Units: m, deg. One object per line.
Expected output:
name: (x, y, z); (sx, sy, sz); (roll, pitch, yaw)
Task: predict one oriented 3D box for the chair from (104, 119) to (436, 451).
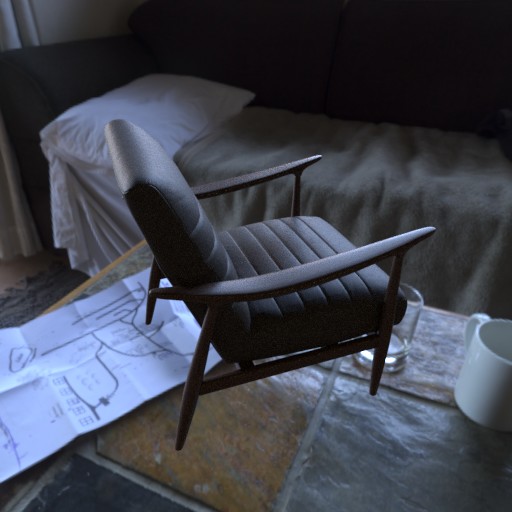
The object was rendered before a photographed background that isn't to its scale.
chair: (0.000, 0.000, 1.450); (0.798, 0.831, 0.741); (-11, 32, -17)
